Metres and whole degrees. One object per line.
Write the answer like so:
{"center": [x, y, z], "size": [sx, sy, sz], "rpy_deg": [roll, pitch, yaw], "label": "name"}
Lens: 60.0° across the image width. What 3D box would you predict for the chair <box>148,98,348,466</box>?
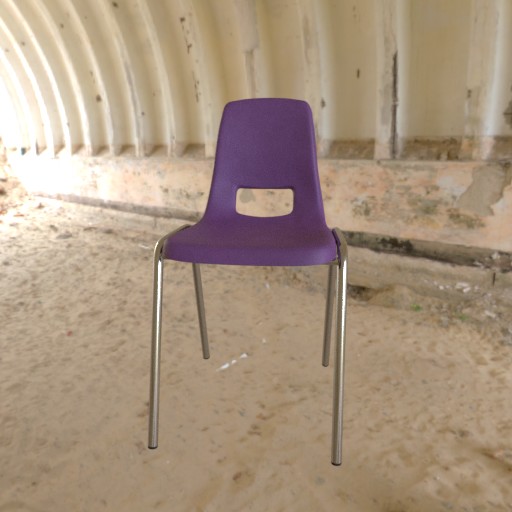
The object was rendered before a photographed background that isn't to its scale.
{"center": [0.000, 0.000, 0.978], "size": [0.381, 0.704, 0.432], "rpy_deg": [2, 14, 7], "label": "chair"}
